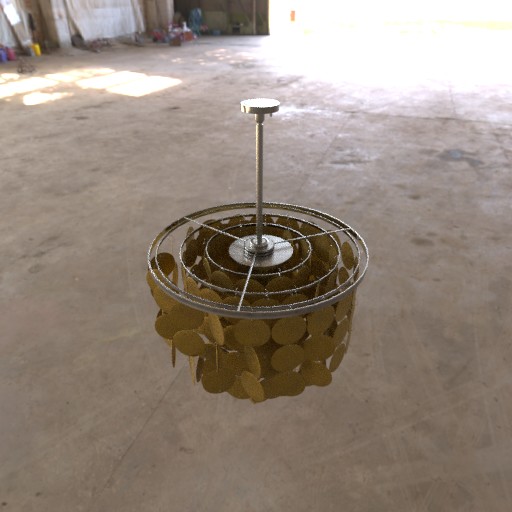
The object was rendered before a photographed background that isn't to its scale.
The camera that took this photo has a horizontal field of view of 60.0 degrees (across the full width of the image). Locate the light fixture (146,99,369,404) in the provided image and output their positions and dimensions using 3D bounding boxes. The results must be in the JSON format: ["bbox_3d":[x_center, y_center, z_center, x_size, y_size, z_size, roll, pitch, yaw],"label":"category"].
[{"bbox_3d":[0.000,0.000,0.736,0.368,0.492,0.368,0,31,0],"label":"light fixture"}]
